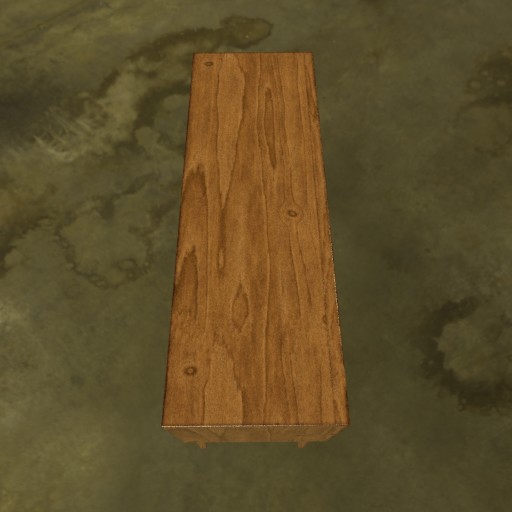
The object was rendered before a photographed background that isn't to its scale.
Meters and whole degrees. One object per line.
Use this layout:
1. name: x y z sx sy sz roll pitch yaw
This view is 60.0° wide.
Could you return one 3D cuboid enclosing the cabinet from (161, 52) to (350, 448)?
1. cabinet: 0.000 0.000 1.757 0.477 0.802 1.363 0 62 0
